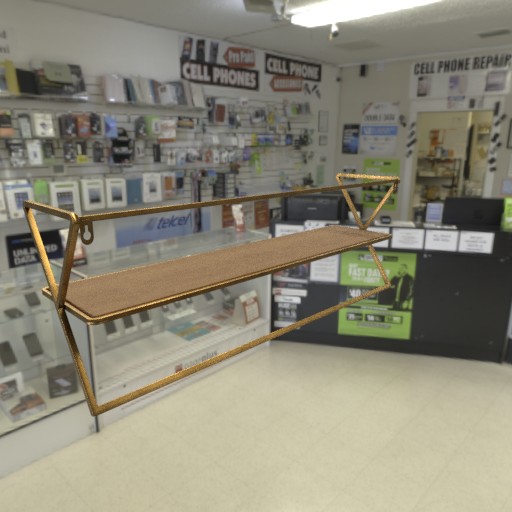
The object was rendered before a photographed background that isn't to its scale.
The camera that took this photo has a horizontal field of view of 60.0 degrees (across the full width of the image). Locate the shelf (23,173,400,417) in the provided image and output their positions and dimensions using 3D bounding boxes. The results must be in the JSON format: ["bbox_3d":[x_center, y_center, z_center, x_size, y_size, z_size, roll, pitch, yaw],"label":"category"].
[{"bbox_3d":[0.000,0.000,0.731,0.645,0.229,0.150,-14,20,-42],"label":"shelf"}]
